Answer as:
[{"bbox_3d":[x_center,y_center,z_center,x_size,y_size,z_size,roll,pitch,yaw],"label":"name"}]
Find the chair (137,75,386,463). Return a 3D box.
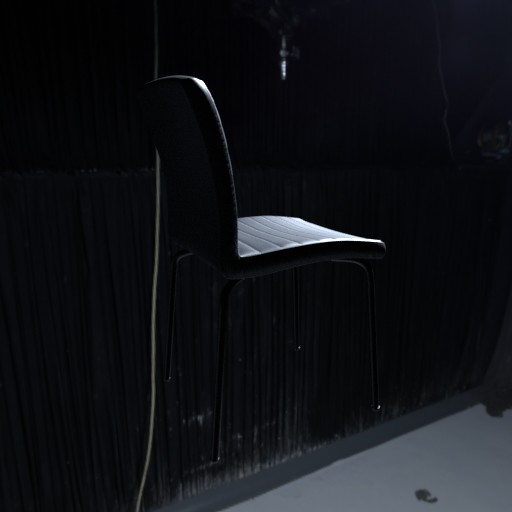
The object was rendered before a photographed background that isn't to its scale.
[{"bbox_3d":[0.000,0.000,1.229,0.572,0.872,0.450,-7,16,-26],"label":"chair"}]
